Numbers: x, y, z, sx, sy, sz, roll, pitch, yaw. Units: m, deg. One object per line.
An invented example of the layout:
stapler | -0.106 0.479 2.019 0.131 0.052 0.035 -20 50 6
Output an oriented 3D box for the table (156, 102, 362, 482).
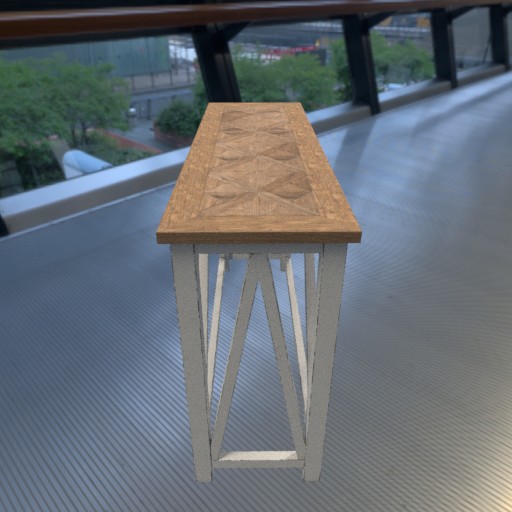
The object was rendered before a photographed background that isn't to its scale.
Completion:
table | 0.000 0.000 1.803 0.450 0.930 1.400 0 30 0
